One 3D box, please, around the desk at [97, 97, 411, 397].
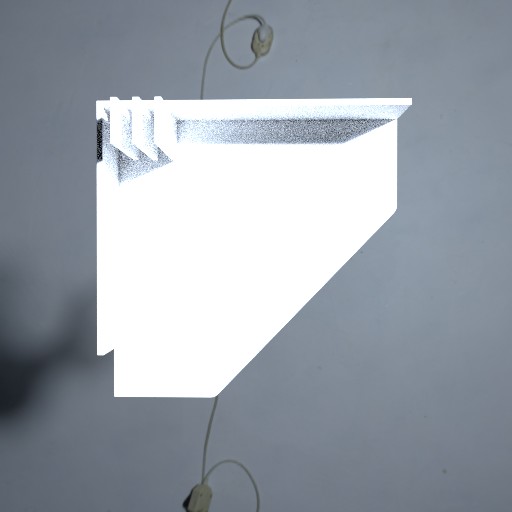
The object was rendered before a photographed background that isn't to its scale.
[{"bbox_3d":[0.000,0.000,1.737,0.940,0.986,0.940,0,91,1],"label":"desk"}]
